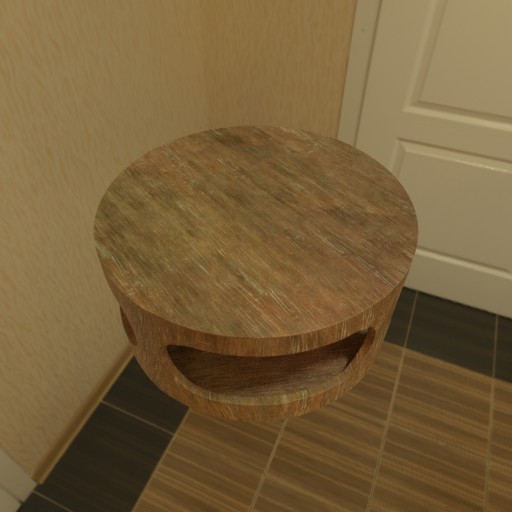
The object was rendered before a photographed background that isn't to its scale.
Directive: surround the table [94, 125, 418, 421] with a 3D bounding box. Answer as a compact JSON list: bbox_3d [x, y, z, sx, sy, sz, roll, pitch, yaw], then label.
[{"bbox_3d":[0.000,0.000,1.531,0.974,0.450,0.974,0,45,0],"label":"table"}]
